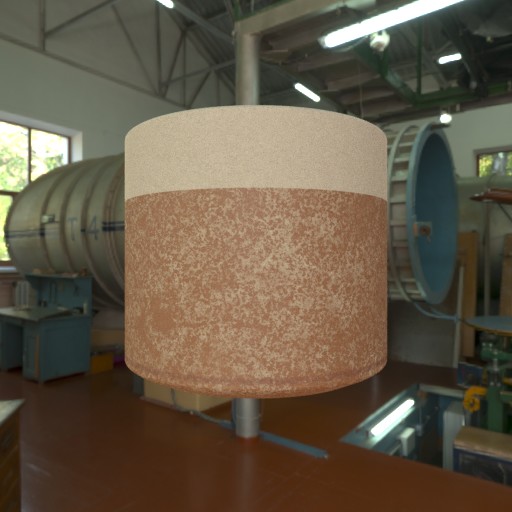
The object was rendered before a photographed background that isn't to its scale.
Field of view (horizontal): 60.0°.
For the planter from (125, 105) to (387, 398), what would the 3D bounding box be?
[{"bbox_3d":[0.000,0.000,0.279,0.159,0.138,0.159,0,0,0],"label":"planter"}]
